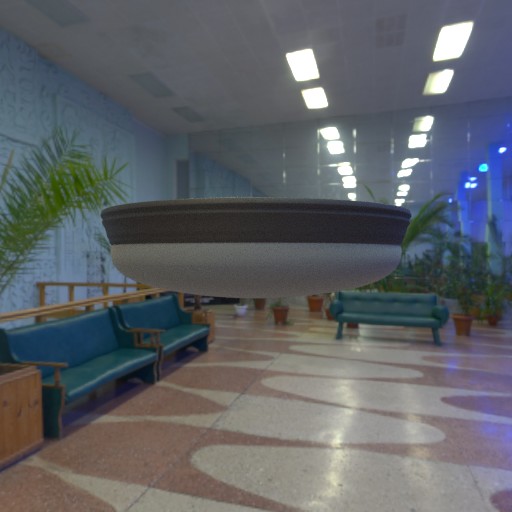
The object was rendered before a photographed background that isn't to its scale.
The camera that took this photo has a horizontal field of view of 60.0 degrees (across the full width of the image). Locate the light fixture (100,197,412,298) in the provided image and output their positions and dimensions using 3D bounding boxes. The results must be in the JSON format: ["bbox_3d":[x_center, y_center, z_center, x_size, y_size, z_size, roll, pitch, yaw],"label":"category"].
[{"bbox_3d":[0.000,0.000,0.556,0.368,0.100,0.368,0,0,0],"label":"light fixture"}]
